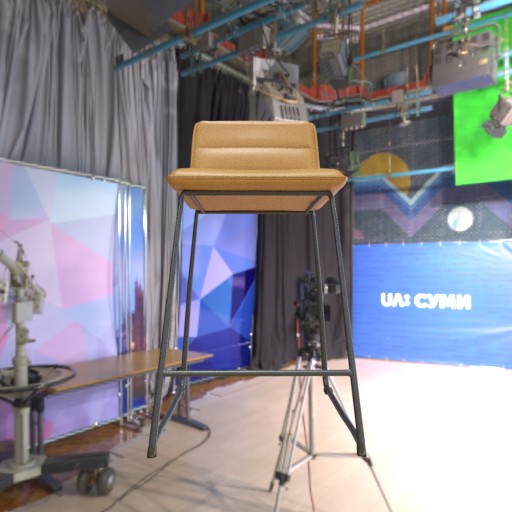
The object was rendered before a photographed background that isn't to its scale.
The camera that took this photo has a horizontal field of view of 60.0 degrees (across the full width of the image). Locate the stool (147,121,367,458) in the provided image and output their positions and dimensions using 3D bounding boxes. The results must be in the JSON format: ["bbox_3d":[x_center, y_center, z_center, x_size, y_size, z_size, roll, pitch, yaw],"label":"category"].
[{"bbox_3d":[0.000,0.000,1.182,0.489,0.866,0.524,0,0,-1],"label":"stool"}]
